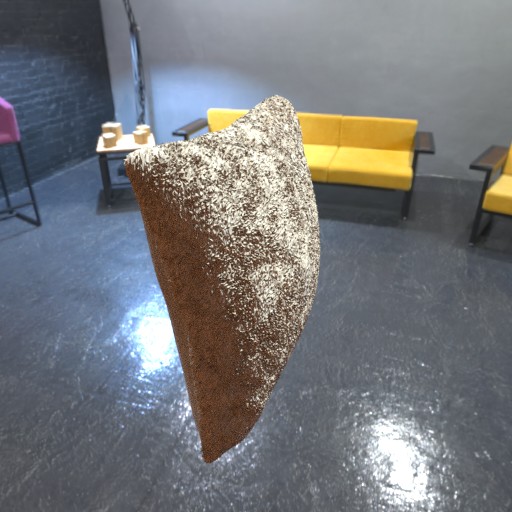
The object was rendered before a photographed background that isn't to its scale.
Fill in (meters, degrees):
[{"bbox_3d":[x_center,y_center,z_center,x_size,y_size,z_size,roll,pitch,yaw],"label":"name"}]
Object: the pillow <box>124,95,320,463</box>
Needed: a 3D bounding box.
[{"bbox_3d":[0.000,0.000,0.822,0.218,0.515,0.529,10,30,18],"label":"pillow"}]
